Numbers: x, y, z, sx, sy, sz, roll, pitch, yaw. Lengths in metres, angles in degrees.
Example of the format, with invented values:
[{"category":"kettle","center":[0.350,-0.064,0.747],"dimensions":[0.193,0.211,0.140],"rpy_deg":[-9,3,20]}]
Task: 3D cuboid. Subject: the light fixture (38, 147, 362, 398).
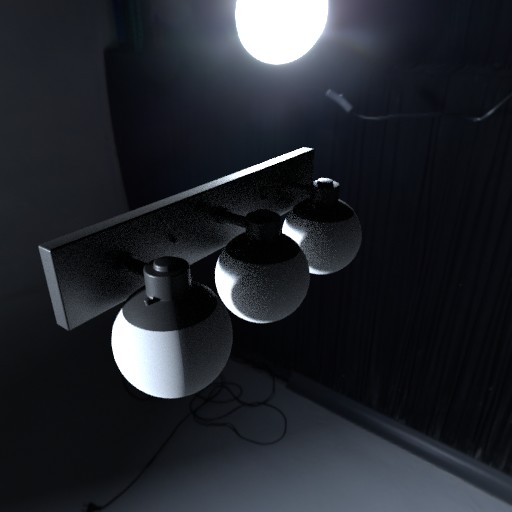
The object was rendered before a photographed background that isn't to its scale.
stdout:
[{"category":"light fixture","center":[0.000,0.000,0.870],"dimensions":[0.218,0.263,0.721],"rpy_deg":[18,32,32]}]
